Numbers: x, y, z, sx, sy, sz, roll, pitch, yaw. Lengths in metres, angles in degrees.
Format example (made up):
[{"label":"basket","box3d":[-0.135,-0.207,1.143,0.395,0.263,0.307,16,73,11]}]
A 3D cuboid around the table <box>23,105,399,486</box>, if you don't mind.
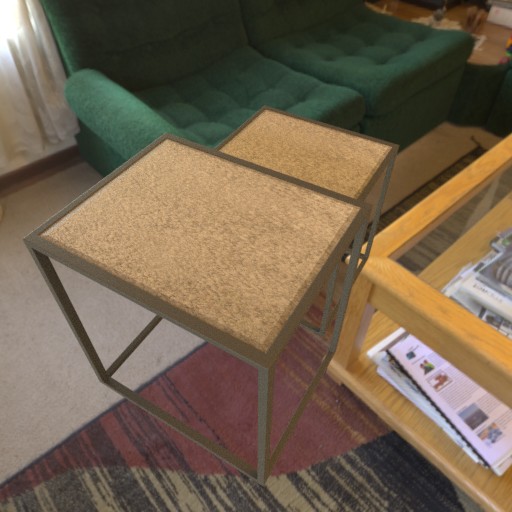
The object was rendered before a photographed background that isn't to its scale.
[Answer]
[{"label":"table","box3d":[0.000,0.000,1.135,0.508,0.540,0.788,23,51,20]}]
